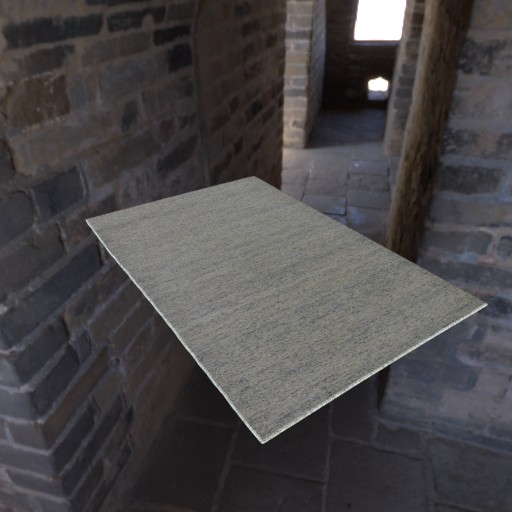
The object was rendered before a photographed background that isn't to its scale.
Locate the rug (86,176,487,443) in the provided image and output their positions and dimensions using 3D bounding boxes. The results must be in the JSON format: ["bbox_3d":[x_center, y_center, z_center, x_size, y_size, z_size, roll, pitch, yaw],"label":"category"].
[{"bbox_3d":[0.000,0.000,2.843,1.523,0.017,2.263,-20,37,-29],"label":"rug"}]
